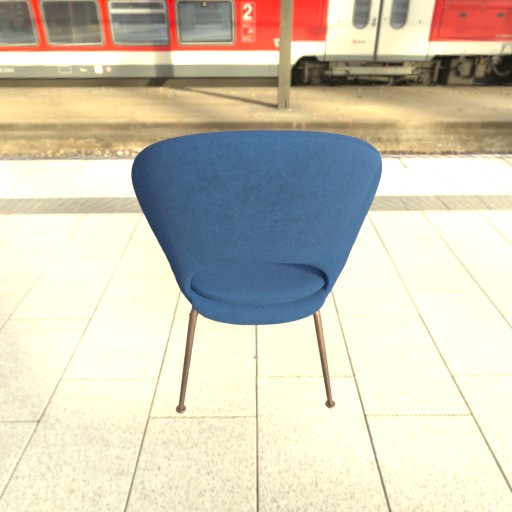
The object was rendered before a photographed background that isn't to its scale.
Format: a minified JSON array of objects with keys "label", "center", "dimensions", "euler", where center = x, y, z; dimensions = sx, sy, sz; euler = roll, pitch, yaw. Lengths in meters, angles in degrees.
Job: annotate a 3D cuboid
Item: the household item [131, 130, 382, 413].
[{"label":"household item","center":[0.000,0.000,1.261],"dimensions":[0.623,0.852,0.573],"euler":[-1,31,-2]}]
